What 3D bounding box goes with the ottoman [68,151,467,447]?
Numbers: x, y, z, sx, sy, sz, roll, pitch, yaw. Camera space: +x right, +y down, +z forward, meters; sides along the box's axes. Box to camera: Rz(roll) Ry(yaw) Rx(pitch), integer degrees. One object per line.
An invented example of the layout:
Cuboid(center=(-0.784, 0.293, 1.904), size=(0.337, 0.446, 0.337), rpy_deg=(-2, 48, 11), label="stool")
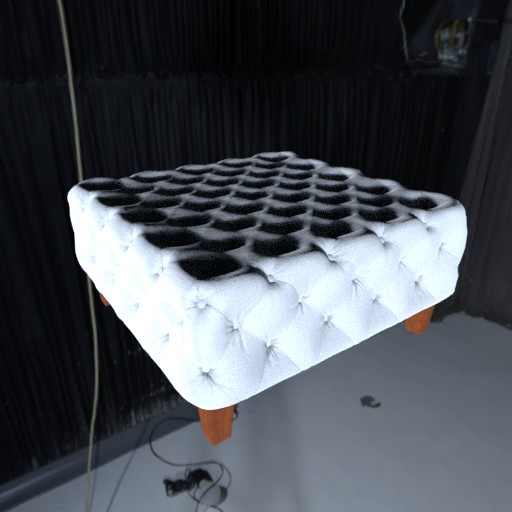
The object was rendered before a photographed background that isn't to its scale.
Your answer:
Cuboid(center=(0.000, 0.000, 1.170), size=(0.764, 0.365, 0.758), rpy_deg=(-17, 30, -32), label="ottoman")
